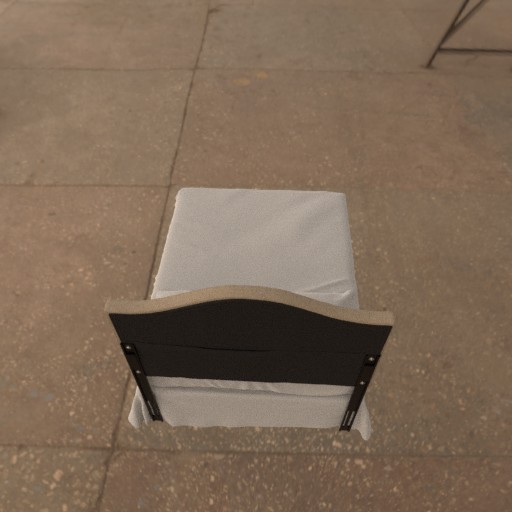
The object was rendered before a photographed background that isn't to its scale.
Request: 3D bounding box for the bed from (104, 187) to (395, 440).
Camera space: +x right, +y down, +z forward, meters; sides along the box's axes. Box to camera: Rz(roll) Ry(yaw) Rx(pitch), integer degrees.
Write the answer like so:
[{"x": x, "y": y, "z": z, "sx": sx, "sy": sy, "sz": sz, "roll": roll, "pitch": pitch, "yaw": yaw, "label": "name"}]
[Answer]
[{"x": 0.000, "y": 0.000, "z": 3.541, "sx": 1.876, "sy": 1.645, "sz": 2.221, "roll": 2, "pitch": 48, "yaw": 2, "label": "bed"}]
